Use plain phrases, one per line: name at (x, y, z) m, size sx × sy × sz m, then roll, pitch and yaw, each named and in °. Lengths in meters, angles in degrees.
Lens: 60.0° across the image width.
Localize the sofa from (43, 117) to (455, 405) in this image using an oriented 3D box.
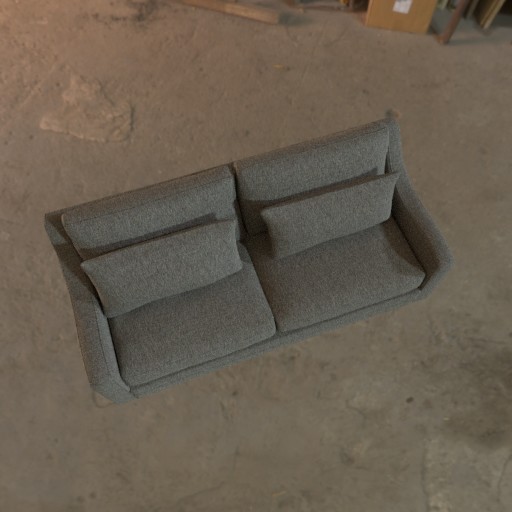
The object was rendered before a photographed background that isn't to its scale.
sofa at (0.000, 0.000, 2.965) m, size 2.418 × 0.998 × 1.103 m, roll -17°, pitch 65°, yaw -8°
